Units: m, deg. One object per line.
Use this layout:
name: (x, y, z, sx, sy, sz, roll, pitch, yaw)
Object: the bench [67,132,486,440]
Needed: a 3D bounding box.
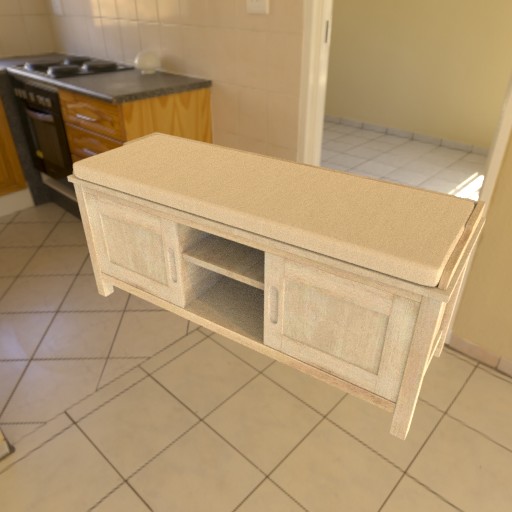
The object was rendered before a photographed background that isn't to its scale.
bench: (0.000, 0.000, 1.359, 1.140, 0.501, 0.398, 19, 36, 28)
